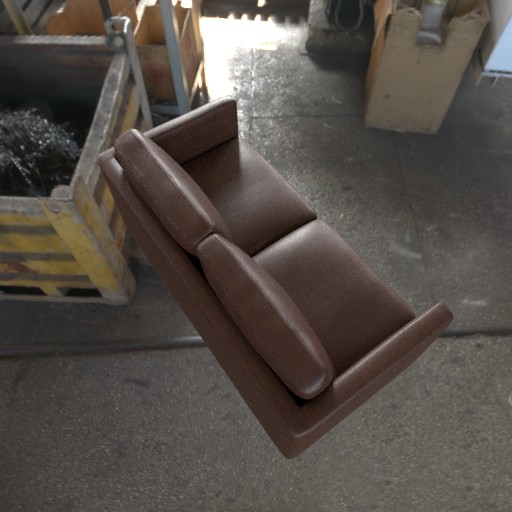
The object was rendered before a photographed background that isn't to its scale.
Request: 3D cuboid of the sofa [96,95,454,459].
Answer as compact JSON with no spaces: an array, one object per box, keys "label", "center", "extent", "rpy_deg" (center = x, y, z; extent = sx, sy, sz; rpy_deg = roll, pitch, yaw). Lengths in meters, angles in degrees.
[{"label":"sofa","center":[0.000,0.000,2.505],"extent":[0.951,0.933,1.883],"rpy_deg":[-31,64,-18]}]
